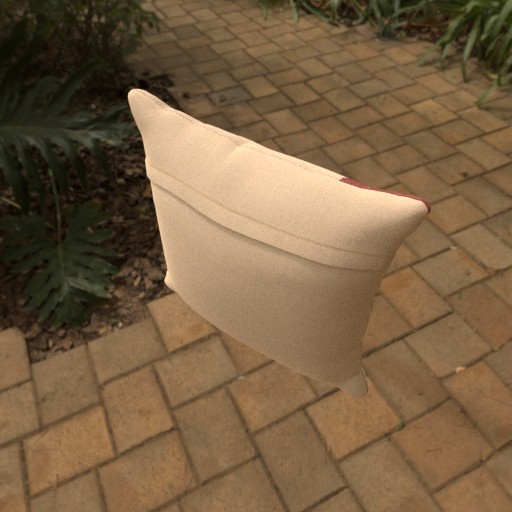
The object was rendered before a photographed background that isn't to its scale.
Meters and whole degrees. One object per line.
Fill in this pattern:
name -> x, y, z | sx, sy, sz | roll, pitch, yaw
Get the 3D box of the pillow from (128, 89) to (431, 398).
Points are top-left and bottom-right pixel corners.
pillow -> 0.000, 0.000, 0.813 | 0.536, 0.506, 0.229 | 26, 52, 23
